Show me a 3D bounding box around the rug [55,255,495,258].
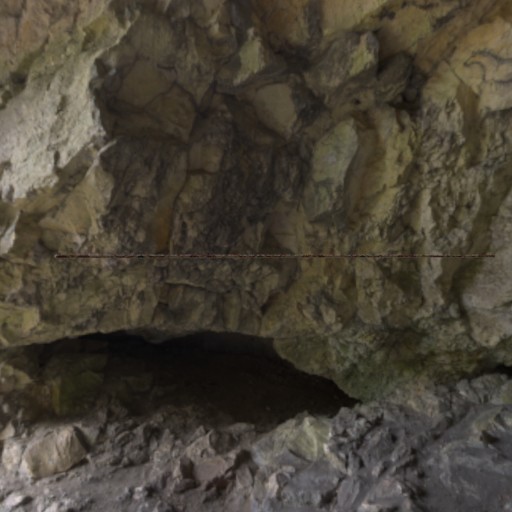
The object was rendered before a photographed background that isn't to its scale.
[{"bbox_3d":[0.000,0.000,4.185,3.215,0.020,2.446,0,0,-18],"label":"rug"}]
